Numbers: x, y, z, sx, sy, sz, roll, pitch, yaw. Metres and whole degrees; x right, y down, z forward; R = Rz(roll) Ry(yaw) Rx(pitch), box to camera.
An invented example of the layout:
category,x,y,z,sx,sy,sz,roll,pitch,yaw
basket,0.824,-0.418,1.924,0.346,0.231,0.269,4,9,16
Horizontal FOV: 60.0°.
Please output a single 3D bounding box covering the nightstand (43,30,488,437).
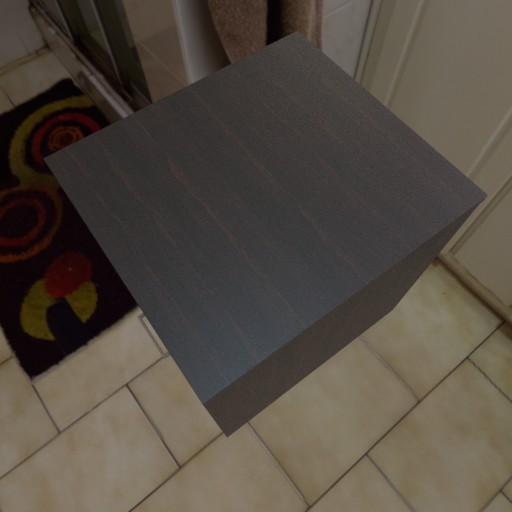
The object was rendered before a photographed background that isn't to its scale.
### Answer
category,x,y,z,sx,sy,sz,roll,pitch,yaw
nightstand,0.000,0.000,0.798,0.461,0.460,0.400,-33,68,-15
